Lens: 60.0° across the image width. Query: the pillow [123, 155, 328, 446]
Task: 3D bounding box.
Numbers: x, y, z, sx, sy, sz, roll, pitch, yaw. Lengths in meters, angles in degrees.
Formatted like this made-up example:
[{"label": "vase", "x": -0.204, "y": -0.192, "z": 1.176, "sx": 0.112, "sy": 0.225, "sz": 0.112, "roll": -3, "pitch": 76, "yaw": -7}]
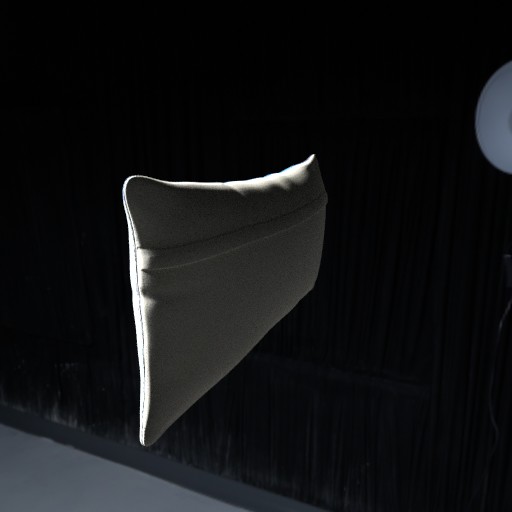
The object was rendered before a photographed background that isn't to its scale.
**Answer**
[{"label": "pillow", "x": 0.000, "y": 0.000, "z": 0.726, "sx": 0.148, "sy": 0.307, "sz": 0.604, "roll": 7, "pitch": 17, "yaw": 24}]
